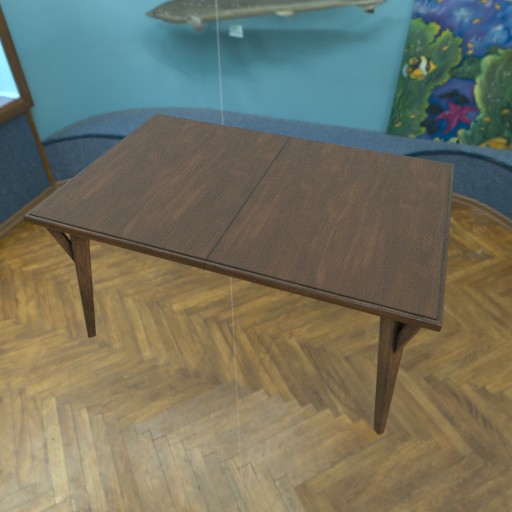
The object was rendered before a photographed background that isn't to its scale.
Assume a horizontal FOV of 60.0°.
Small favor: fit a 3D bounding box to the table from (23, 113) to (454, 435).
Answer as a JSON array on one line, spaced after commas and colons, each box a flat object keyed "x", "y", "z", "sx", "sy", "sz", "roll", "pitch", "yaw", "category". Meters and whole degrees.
[{"x": 0.000, "y": 0.000, "z": 2.081, "sx": 1.524, "sy": 0.761, "sz": 0.990, "roll": 14, "pitch": 43, "yaw": 15, "category": "table"}]
